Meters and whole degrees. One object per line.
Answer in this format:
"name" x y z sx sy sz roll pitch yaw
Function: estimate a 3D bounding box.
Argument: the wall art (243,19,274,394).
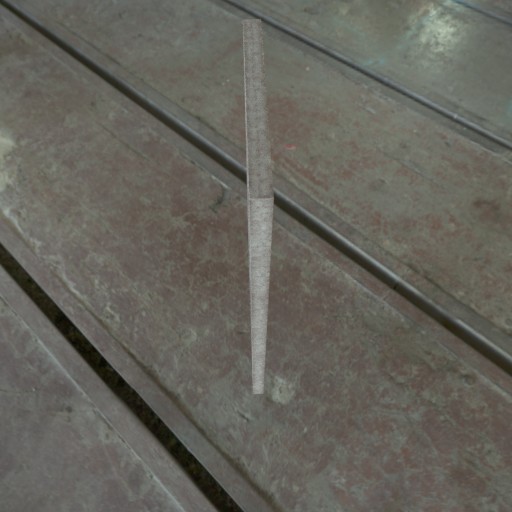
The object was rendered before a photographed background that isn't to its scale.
"wall art" 0.000 0.000 1.686 0.051 1.461 0.648 -2 58 -1
